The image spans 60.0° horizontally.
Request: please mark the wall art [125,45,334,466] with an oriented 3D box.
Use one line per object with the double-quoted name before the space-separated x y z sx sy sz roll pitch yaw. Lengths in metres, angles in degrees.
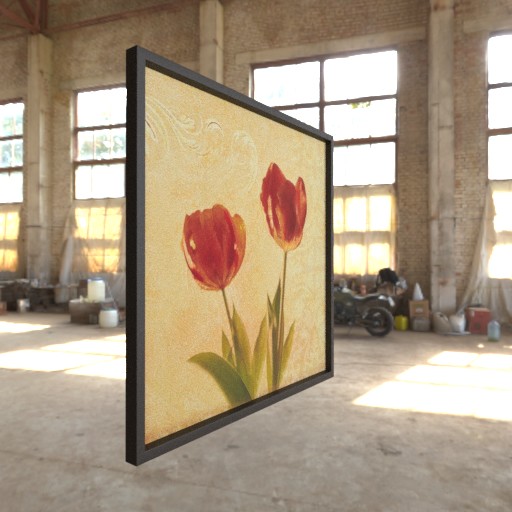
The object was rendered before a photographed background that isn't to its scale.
"wall art" 0.000 0.000 1.178 0.043 0.807 0.805 0 0 37
